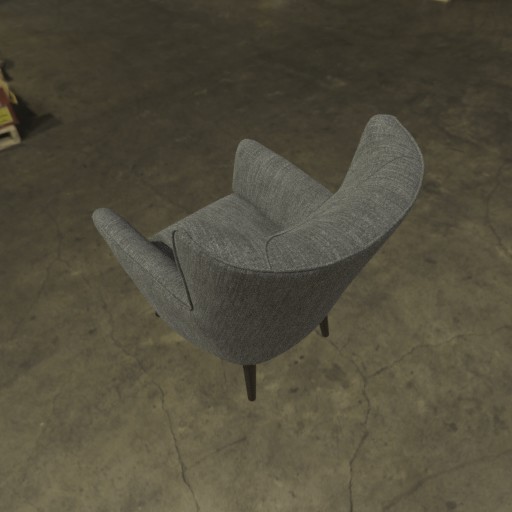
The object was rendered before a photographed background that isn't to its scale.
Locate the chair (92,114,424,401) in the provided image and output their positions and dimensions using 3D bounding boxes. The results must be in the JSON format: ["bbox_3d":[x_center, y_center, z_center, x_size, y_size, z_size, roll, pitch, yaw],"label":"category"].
[{"bbox_3d":[0.000,0.000,1.552,0.781,0.933,0.888,-33,54,-29],"label":"chair"}]
